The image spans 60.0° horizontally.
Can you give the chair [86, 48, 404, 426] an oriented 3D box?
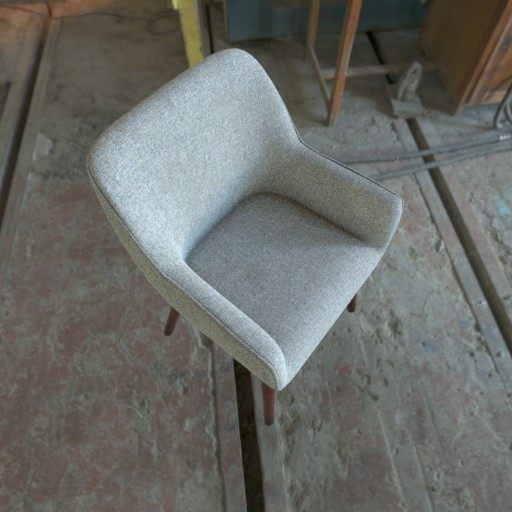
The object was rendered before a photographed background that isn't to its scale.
[{"bbox_3d":[0.000,0.000,1.161,0.519,0.803,0.543,33,63,19],"label":"chair"}]
